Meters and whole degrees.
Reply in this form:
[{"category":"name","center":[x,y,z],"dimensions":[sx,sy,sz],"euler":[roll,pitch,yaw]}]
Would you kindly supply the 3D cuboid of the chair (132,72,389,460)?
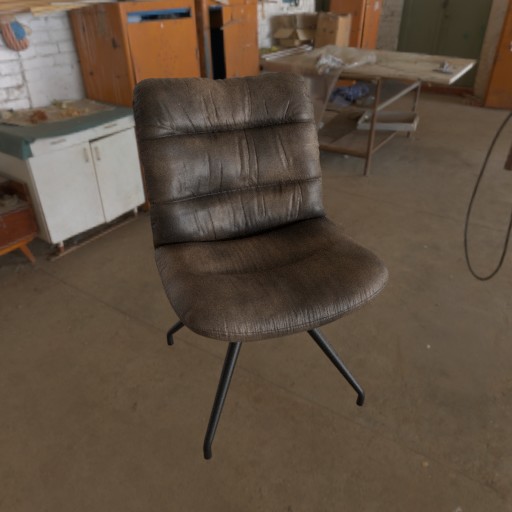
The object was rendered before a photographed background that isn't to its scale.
[{"category":"chair","center":[0.000,0.000,1.238],"dimensions":[0.549,0.870,0.622],"euler":[-12,34,-18]}]
